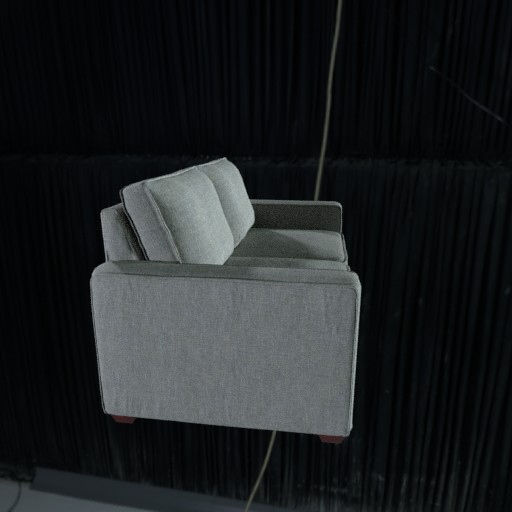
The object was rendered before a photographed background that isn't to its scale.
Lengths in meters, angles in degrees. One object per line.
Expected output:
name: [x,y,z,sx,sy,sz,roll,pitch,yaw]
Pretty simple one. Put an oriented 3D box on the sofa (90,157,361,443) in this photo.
sofa: [0.000,0.000,2.289,0.945,0.915,1.706,2,16,8]
